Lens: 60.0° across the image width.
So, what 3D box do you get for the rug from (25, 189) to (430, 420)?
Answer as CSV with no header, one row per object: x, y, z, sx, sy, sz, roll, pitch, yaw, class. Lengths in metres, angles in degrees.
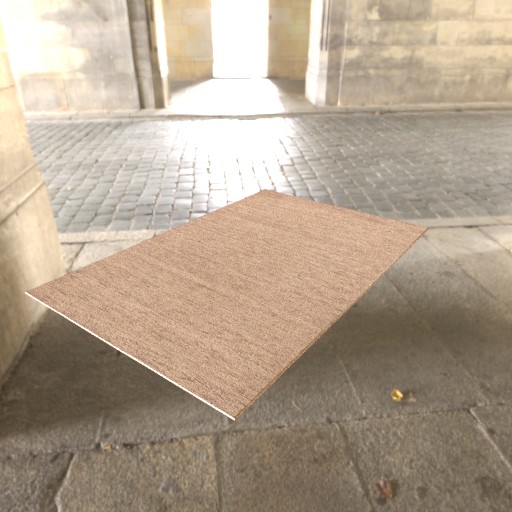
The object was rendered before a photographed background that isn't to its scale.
0.000,0.000,2.329,1.225,0.013,1.840,19,32,32,rug
